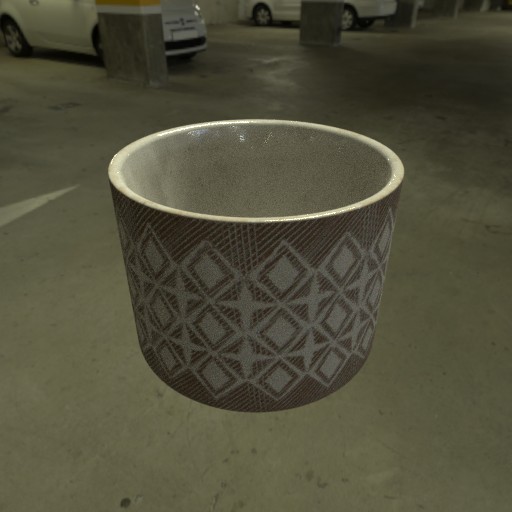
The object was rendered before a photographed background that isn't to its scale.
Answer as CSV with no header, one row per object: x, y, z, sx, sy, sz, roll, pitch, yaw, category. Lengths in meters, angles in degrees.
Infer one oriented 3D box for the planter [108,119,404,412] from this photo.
0.000,0.000,0.223,0.126,0.104,0.126,0,32,0,planter
